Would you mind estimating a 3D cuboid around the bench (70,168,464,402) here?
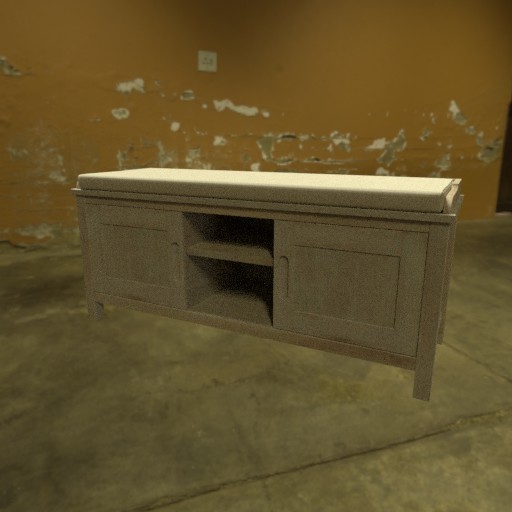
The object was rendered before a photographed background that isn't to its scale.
[{"bbox_3d":[0.000,0.000,1.404,1.140,0.501,0.398,7,16,26],"label":"bench"}]
